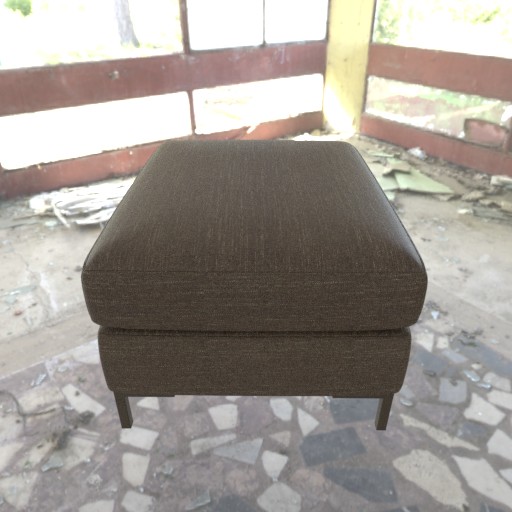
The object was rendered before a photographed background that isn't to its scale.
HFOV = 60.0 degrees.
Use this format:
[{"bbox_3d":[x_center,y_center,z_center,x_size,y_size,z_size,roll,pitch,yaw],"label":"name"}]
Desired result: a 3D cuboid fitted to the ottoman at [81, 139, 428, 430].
[{"bbox_3d":[0.000,0.000,1.240,0.671,0.490,0.820,0,31,0],"label":"ottoman"}]
